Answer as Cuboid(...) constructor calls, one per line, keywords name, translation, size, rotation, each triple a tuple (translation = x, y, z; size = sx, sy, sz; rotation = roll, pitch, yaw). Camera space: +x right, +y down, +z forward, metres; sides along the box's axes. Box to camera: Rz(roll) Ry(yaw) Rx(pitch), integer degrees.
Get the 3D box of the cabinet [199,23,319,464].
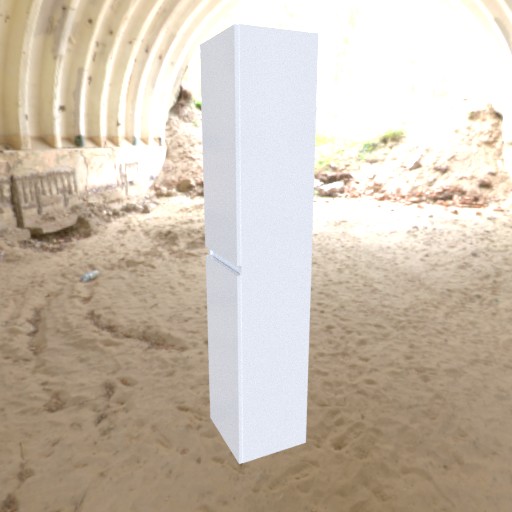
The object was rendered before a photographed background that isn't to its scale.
Cuboid(name="cabinet", translation=(0.000, 0.000, 1.559), size=(0.270, 1.400, 0.300), rotation=(-7, 16, -24))
